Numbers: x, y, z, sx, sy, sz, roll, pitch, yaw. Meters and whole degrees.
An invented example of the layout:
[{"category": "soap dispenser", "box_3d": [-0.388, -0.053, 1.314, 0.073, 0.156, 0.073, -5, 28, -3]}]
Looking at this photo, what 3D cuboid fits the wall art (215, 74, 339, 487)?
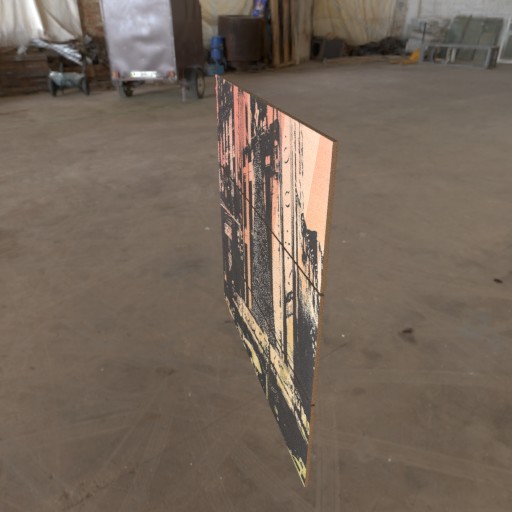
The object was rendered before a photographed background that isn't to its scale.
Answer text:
[{"category": "wall art", "box_3d": [0.000, 0.000, 1.773, 0.013, 1.216, 1.216, -8, 30, -15]}]
